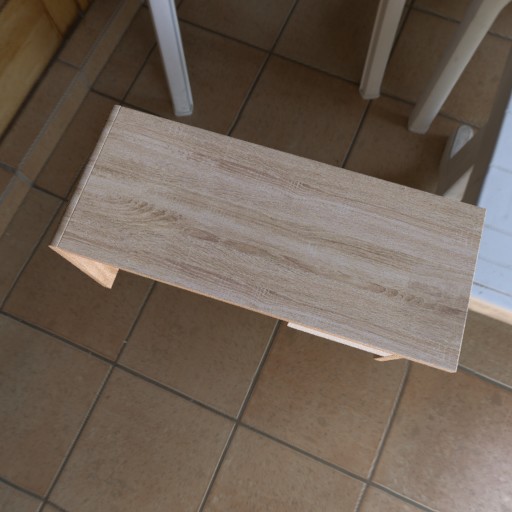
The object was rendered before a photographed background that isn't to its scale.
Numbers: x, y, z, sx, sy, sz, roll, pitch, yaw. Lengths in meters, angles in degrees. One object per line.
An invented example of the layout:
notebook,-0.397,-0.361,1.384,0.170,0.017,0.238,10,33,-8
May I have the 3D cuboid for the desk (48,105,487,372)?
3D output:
desk,0.000,0.000,1.683,1.300,0.750,0.500,17,75,5
